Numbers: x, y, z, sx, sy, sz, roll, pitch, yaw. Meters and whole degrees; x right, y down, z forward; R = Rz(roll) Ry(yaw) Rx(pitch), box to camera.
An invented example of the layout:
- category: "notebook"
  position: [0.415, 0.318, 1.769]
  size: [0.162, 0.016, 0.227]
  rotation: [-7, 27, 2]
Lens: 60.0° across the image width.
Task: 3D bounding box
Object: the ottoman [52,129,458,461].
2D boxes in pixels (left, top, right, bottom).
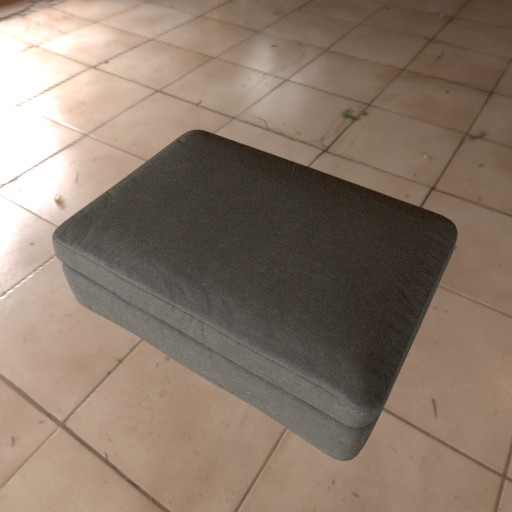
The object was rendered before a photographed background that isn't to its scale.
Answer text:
- category: "ottoman"
  position: [0.000, 0.000, 1.602]
  size: [1.199, 0.429, 0.840]
  rotation: [25, 52, 21]
